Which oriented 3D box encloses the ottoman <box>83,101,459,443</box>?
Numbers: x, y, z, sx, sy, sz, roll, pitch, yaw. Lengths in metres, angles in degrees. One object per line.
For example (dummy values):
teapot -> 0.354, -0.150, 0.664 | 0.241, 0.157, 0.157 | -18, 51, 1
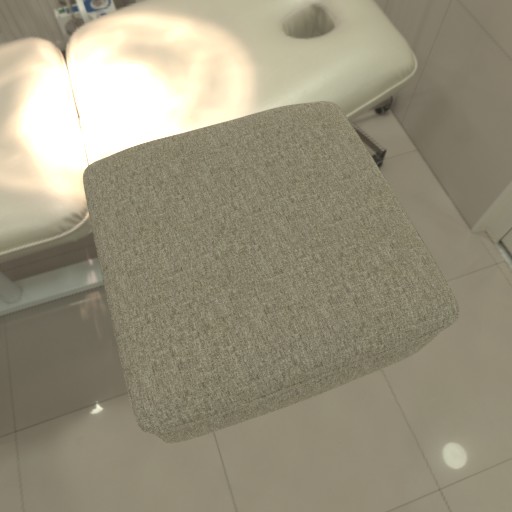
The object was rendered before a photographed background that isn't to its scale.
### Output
ottoman -> 0.000, 0.000, 1.637 | 1.039, 0.526, 1.035 | -18, 64, -9
